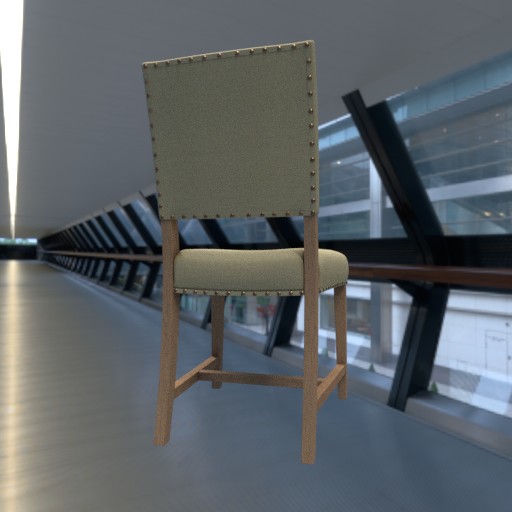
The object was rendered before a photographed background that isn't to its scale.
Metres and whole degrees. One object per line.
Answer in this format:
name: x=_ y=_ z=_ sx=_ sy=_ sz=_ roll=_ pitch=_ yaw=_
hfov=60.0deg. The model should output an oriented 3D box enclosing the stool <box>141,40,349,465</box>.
stool: x=0.000 y=0.000 z=1.336 sx=0.508 sy=0.986 sz=0.623 roll=0 pitch=-1 yaw=16
